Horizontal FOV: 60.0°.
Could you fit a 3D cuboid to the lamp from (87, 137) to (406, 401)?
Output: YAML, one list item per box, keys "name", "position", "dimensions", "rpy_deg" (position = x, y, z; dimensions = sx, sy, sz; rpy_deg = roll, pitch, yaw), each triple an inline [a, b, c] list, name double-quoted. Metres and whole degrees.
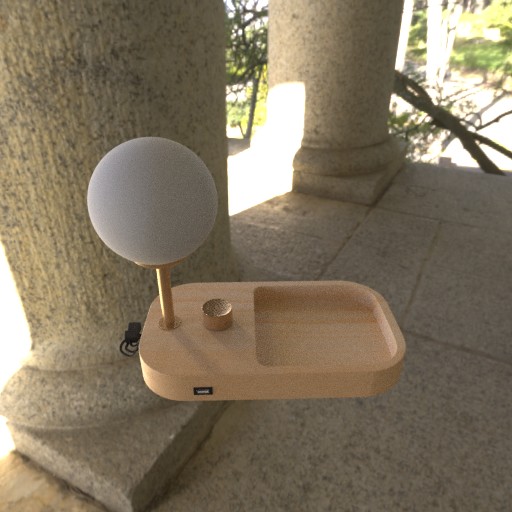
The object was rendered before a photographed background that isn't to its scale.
- name: "lamp"
  position: [0.000, 0.000, 0.476]
  dimensions: [0.331, 0.253, 0.173]
  rpy_deg: [-1, 30, -1]
